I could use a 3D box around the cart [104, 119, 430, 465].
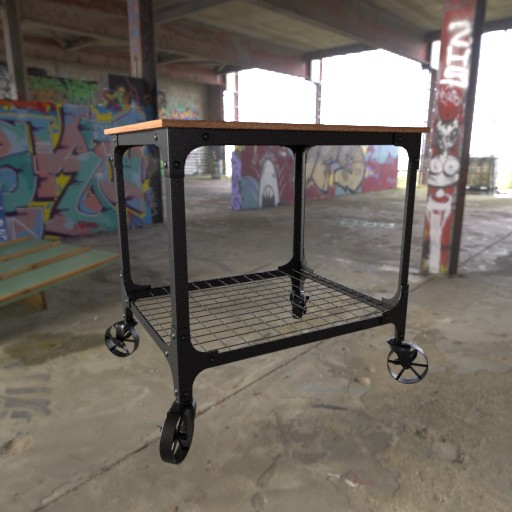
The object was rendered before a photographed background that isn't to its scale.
[{"bbox_3d":[0.000,0.000,1.090,0.666,0.603,0.558,-7,16,-28],"label":"cart"}]
